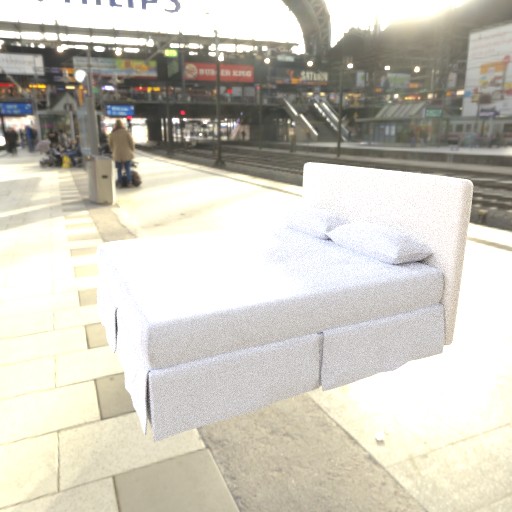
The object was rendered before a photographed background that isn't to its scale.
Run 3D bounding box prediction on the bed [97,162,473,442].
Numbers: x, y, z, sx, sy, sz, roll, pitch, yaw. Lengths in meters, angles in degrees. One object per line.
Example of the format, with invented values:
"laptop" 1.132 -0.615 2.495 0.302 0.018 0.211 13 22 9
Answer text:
"bed" 0.000 0.000 3.577 2.341 1.317 2.119 -8 17 -25
